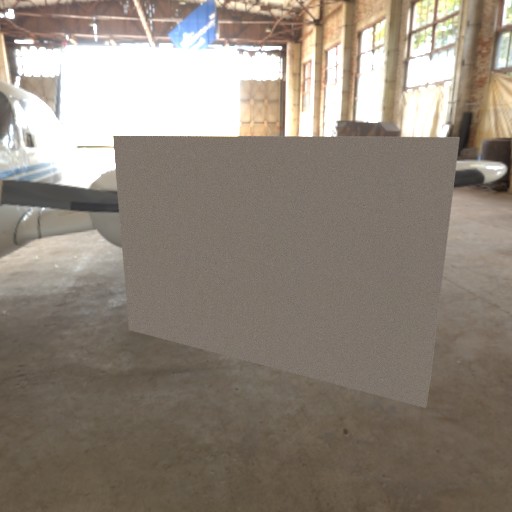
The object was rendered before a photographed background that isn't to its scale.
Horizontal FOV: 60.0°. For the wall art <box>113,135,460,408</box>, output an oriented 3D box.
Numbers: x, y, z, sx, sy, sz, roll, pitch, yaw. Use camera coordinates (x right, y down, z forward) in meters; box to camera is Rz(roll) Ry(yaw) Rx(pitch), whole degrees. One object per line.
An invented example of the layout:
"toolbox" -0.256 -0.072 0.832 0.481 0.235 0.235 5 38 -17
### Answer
"wall art" 0.000 0.000 1.150 0.898 0.601 0.038 8 18 27
